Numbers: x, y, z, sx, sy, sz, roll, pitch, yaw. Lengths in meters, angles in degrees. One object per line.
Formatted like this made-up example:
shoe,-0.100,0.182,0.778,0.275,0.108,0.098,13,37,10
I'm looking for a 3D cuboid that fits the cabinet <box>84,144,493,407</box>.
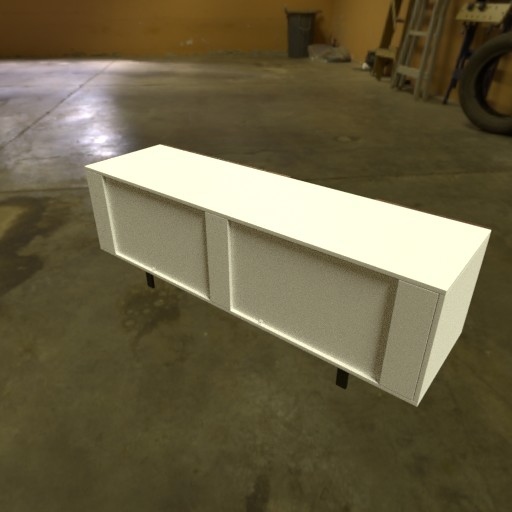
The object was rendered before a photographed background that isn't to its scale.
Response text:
cabinet,0.000,0.000,1.740,1.499,0.533,0.431,21,36,32
